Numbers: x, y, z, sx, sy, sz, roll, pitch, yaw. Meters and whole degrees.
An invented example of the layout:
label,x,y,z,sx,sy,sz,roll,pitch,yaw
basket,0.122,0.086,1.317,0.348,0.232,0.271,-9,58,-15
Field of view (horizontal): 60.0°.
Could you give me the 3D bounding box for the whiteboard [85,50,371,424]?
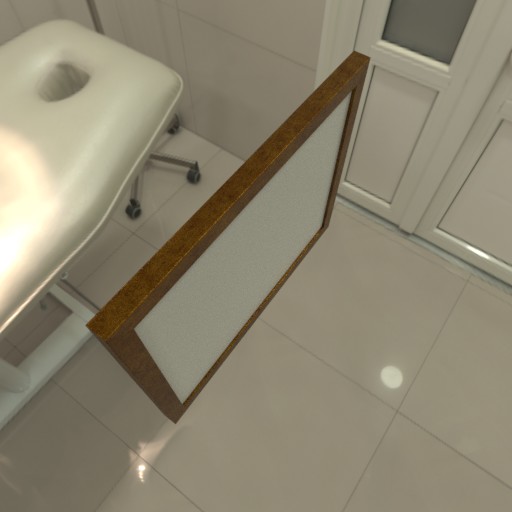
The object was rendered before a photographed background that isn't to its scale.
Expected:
label,x,y,z,sx,sy,sz,roll,pitch,yaw
whiteboard,0.000,0.000,0.765,0.029,0.457,0.561,32,64,17
